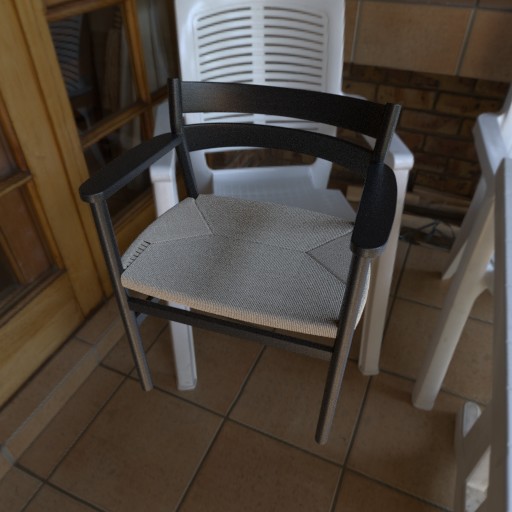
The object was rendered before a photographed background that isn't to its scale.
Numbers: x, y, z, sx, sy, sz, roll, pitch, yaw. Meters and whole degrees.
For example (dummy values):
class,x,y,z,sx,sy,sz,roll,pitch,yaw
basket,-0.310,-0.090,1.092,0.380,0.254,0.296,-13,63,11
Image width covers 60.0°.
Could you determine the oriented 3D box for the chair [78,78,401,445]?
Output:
class,x,y,z,sx,sy,sz,roll,pitch,yaw
chair,0.000,0.000,1.173,0.630,0.775,0.508,12,42,14
